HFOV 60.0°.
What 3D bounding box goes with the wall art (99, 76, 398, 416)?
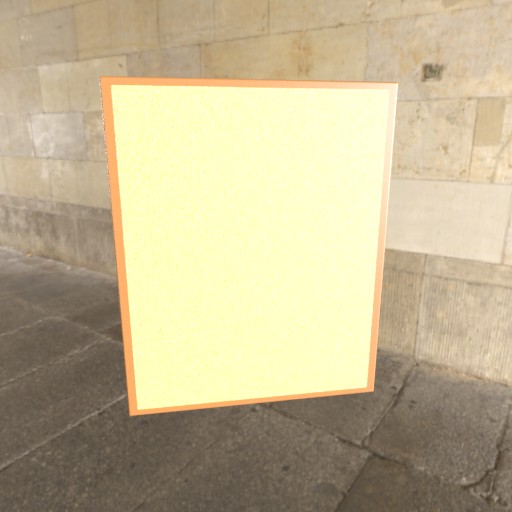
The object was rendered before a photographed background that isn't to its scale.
[{"bbox_3d":[0.000,0.000,0.740,0.449,0.550,0.021,-3,16,-9],"label":"wall art"}]
